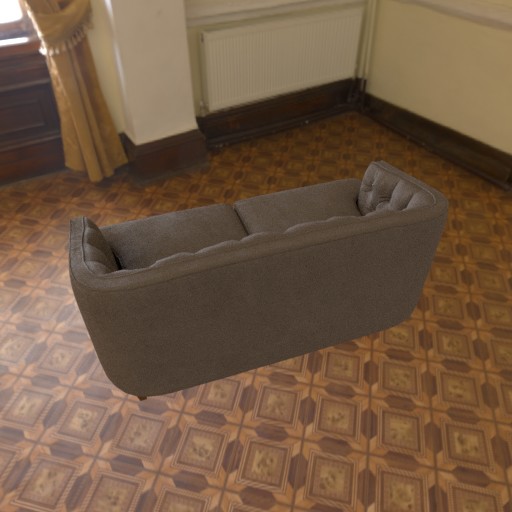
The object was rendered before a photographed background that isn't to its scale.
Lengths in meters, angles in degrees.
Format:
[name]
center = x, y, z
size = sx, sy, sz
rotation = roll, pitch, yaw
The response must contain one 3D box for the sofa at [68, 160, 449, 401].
[sofa]
center = 0.000, 0.000, 2.316
size = 1.733, 0.855, 0.941
rotation = -13, 43, -14
